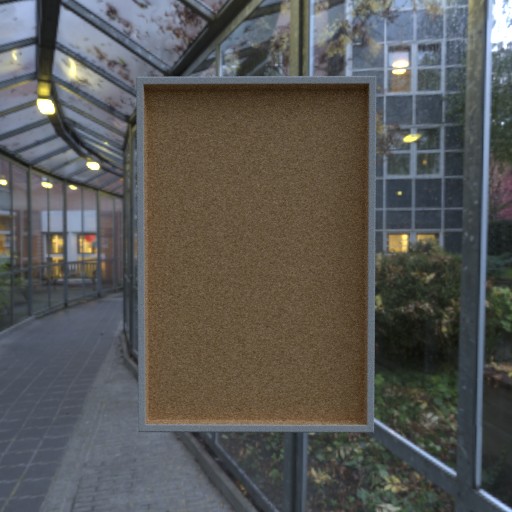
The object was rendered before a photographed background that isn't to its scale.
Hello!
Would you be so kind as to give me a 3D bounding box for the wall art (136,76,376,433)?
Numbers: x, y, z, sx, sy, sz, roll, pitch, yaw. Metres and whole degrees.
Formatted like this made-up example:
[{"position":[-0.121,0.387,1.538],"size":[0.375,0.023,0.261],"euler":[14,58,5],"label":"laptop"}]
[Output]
[{"position":[0.000,0.000,1.157],"size":[0.610,0.914,0.038],"euler":[0,1,1],"label":"wall art"}]
